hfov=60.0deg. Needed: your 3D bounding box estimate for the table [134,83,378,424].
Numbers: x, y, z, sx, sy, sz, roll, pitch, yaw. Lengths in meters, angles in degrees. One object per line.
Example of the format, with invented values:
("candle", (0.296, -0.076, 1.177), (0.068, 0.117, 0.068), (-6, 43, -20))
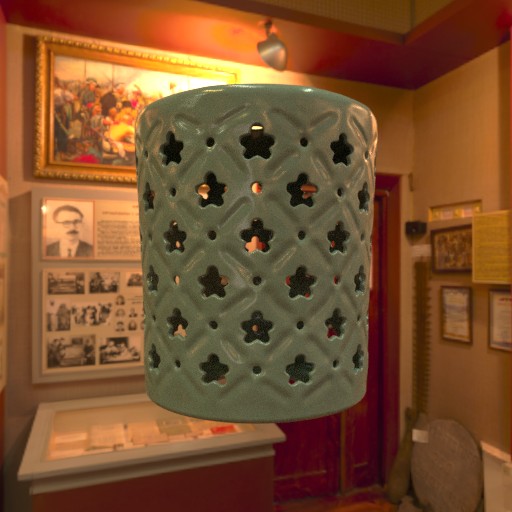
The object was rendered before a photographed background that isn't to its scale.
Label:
("table", (0.000, 0.000, 0.658), (0.352, 0.387, 0.352), (0, -1, 0))
